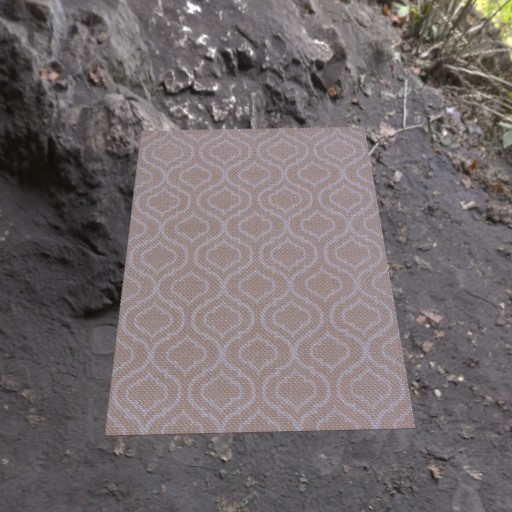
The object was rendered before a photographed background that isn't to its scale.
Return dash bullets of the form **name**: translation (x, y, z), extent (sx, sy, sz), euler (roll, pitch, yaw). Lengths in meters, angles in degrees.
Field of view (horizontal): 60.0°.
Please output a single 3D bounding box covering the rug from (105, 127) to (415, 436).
- **rug**: translation (0.000, 0.000, 3.899), extent (2.286, 0.013, 2.894), euler (-1, 64, -1)
